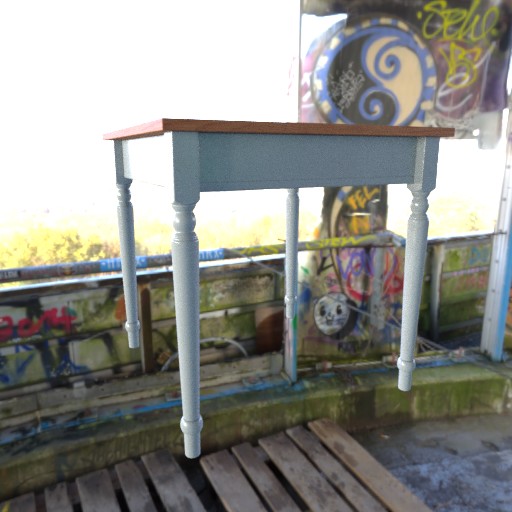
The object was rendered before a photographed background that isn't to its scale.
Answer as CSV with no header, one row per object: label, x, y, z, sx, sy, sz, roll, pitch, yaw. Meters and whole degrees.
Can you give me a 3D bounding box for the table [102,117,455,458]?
table,0.000,0.000,1.359,0.747,0.738,0.747,-6,15,-26
